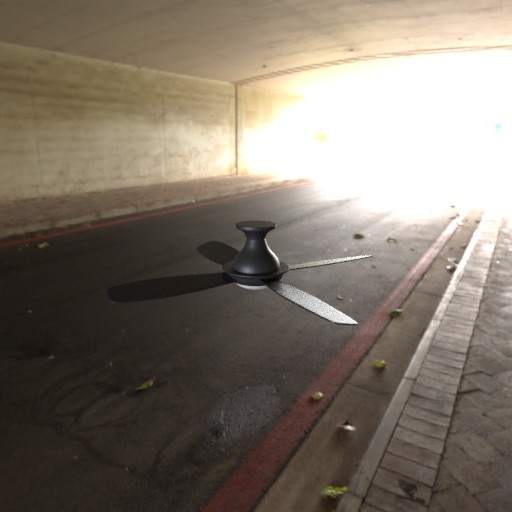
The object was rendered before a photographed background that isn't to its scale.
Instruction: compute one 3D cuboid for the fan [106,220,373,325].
[{"bbox_3d":[0.000,0.000,2.592,1.694,0.382,1.694,-8,17,-27],"label":"fan"}]
